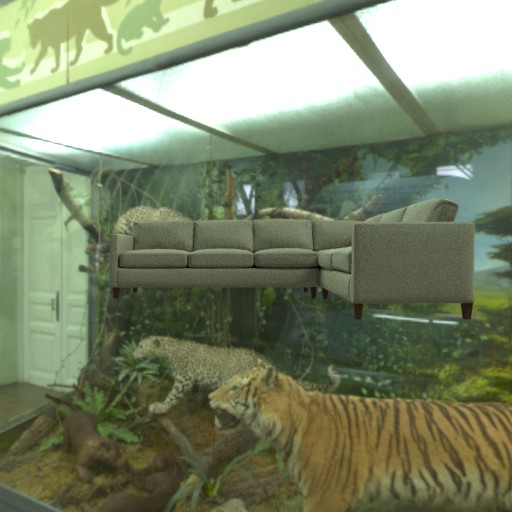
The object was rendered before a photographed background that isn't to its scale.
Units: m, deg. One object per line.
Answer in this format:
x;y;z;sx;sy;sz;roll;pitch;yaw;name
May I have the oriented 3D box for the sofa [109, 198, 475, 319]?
0.000;0.000;4.562;3.302;0.947;2.593;0;0;0;sofa
